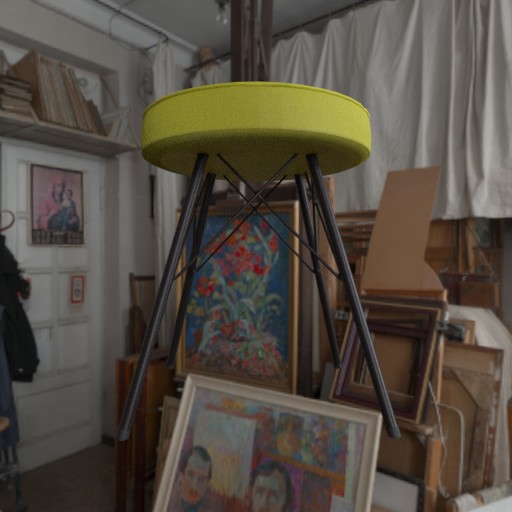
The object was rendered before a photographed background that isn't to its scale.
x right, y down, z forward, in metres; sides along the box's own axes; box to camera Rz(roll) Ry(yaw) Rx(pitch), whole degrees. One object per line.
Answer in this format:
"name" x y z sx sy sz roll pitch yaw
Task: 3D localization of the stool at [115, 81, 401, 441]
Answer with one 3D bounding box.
"stool" 0.000 0.000 0.813 0.409 0.508 0.409 0 0 -1
